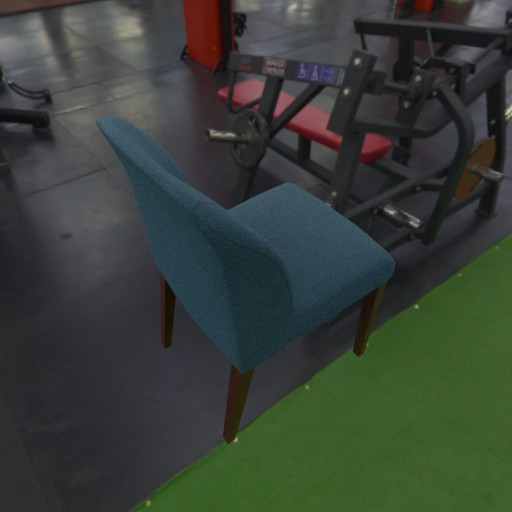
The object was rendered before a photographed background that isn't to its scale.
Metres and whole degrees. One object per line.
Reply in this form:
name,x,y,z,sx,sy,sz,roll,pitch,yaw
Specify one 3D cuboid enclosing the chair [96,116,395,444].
chair,0.000,0.000,1.215,0.620,0.879,0.507,-25,48,-25
